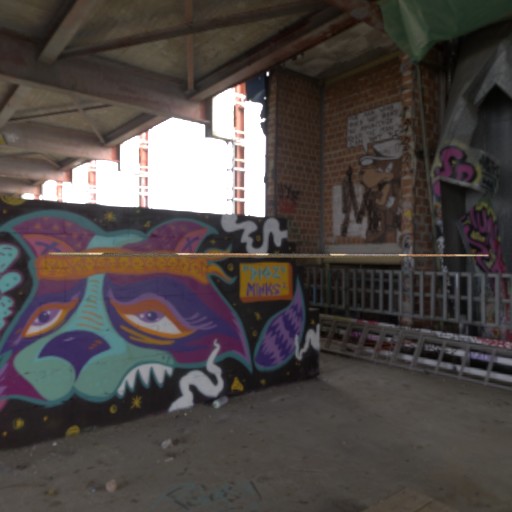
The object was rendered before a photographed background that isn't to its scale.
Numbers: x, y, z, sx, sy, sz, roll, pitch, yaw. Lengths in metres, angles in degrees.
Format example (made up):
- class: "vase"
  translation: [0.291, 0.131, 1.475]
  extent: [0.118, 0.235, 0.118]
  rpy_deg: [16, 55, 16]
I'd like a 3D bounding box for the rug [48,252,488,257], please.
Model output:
- class: "rug"
  translation: [0.000, 0.000, 2.310]
  extent: [1.828, 0.006, 1.216]
  rpy_deg: [0, -1, -18]
